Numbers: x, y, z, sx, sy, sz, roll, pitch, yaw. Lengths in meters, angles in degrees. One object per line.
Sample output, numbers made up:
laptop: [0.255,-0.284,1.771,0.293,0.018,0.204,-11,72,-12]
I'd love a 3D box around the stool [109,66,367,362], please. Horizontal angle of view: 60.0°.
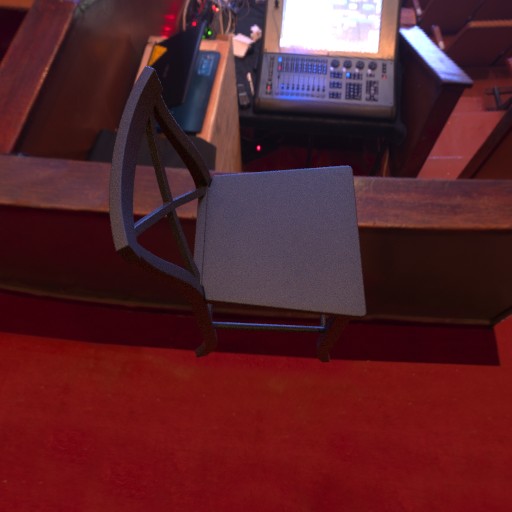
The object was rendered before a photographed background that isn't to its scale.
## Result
stool: [0.000,0.000,1.309,0.559,0.989,0.452,1,65,0]
